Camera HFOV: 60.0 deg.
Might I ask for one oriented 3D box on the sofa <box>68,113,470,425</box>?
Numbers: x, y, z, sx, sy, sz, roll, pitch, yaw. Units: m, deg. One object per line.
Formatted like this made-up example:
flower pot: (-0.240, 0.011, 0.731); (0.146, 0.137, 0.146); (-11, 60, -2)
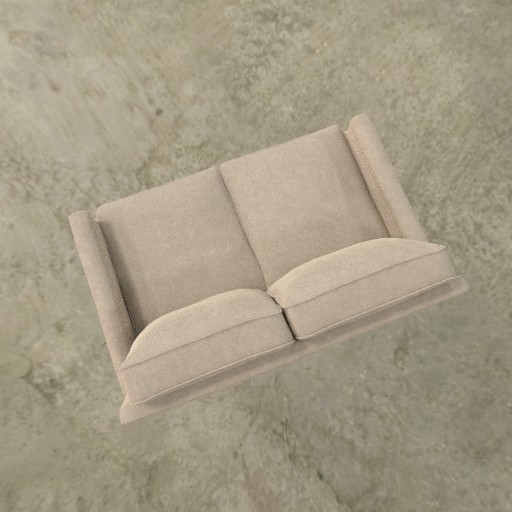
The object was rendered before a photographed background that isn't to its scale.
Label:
sofa: (0.000, 0.000, 2.220); (1.597, 1.002, 1.084); (-20, 77, -5)
